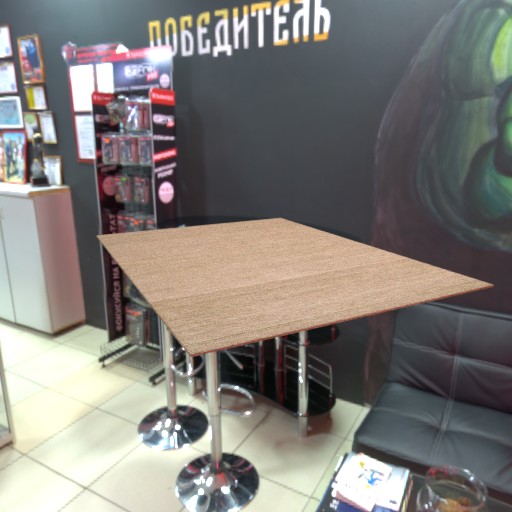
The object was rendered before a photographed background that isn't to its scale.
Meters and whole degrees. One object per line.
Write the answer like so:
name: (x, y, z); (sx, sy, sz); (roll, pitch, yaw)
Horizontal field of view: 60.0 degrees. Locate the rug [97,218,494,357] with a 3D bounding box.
rug: (0.000, 0.000, 4.199); (2.425, 0.016, 3.198); (-8, 17, -26)
